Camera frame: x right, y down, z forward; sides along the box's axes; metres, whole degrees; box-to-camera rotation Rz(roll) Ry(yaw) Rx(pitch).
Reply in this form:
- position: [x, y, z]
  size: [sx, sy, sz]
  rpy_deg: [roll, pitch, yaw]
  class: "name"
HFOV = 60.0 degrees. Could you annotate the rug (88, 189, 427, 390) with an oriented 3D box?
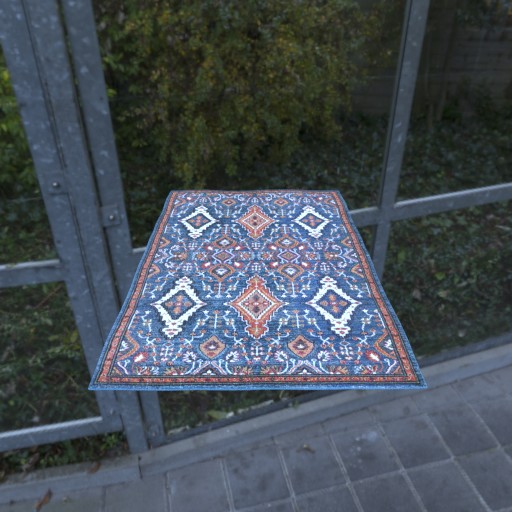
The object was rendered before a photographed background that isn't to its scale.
- position: [0.000, 0.000, 2.335]
  size: [1.195, 0.014, 1.847]
  rpy_deg: [0, 30, 0]
  class: "rug"
